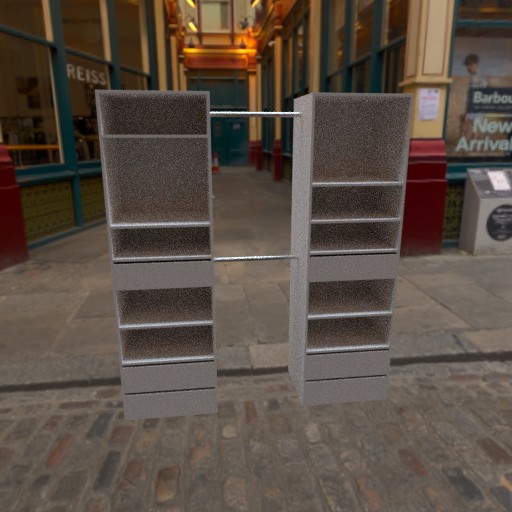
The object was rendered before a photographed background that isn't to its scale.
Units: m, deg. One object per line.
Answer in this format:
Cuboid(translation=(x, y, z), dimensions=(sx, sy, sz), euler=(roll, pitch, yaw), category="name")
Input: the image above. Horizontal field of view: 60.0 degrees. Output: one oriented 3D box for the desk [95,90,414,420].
Cuboid(translation=(0.000, 0.000, 2.932), dimensions=(1.770, 2.000, 0.480), euler=(-2, 15, -7), category="desk")
